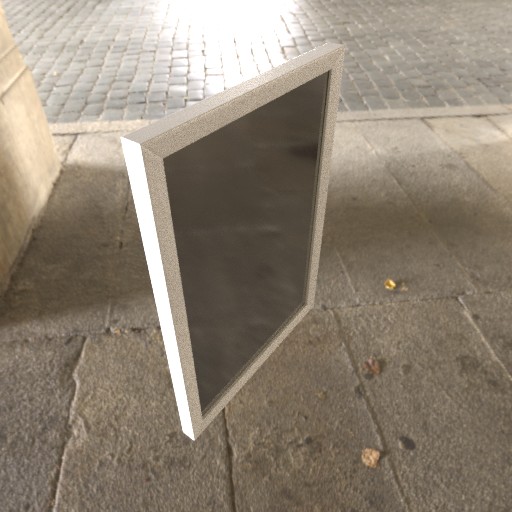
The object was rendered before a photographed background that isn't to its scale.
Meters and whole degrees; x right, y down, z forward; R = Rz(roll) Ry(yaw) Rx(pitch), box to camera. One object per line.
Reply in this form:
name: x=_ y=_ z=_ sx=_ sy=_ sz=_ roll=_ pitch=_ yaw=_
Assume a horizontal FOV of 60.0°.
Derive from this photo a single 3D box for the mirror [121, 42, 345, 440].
mirror: x=0.000 y=0.000 z=0.914 sx=0.040 sy=0.710 sz=0.507 roll=26 pitch=47 yaw=27
